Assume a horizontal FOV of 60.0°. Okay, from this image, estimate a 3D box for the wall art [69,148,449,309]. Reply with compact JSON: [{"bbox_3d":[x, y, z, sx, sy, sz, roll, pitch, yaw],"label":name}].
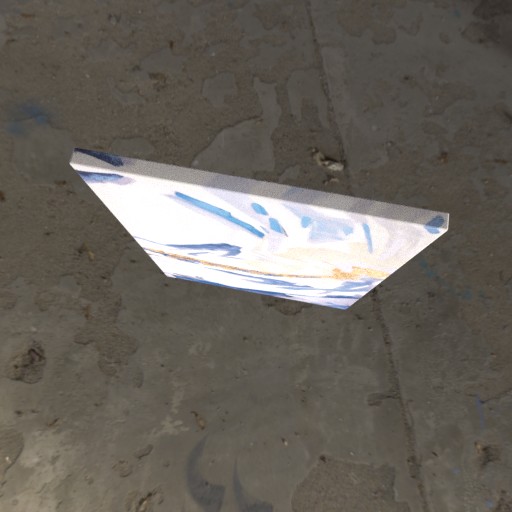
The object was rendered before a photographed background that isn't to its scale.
[{"bbox_3d":[0.000,0.000,1.366,0.761,1.015,0.038,10,75,3],"label":"wall art"}]
